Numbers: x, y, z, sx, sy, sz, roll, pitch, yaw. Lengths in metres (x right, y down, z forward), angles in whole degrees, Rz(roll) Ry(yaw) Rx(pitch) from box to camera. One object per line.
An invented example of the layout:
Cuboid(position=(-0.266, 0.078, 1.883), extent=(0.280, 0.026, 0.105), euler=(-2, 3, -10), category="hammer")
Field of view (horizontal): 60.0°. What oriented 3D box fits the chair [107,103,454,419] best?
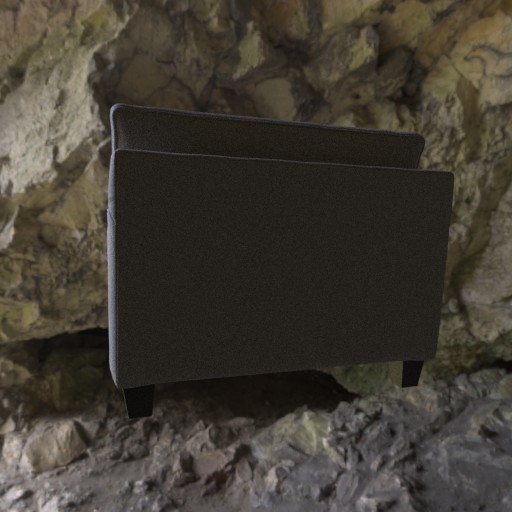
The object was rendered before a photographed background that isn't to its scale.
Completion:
Cuboid(position=(0.000, 0.000, 1.912), extent=(1.220, 1.016, 1.040), euler=(0, 1, -18), category="chair")
